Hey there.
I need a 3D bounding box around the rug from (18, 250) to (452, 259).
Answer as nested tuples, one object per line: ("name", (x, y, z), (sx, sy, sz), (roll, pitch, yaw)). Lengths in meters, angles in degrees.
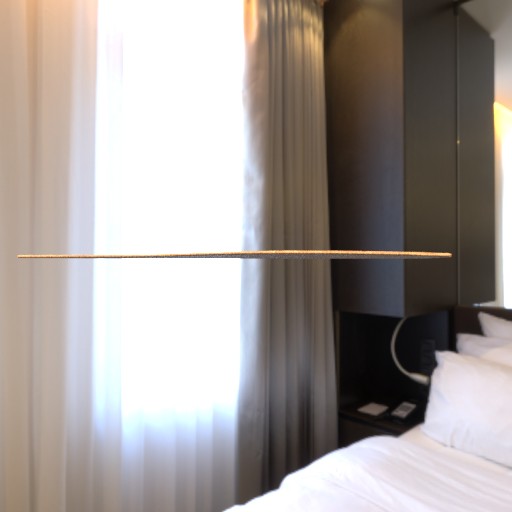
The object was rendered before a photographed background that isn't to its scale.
("rug", (0.000, 0.000, 4.062), (3.052, 0.043, 2.453), (0, -1, 18))
